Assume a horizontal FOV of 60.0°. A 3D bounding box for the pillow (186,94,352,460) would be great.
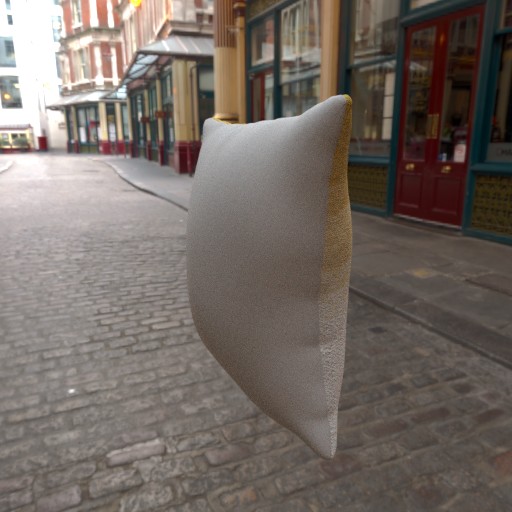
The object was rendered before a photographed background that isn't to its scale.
[{"bbox_3d":[0.000,0.000,0.714,0.211,0.450,0.450,-7,15,-25],"label":"pillow"}]
